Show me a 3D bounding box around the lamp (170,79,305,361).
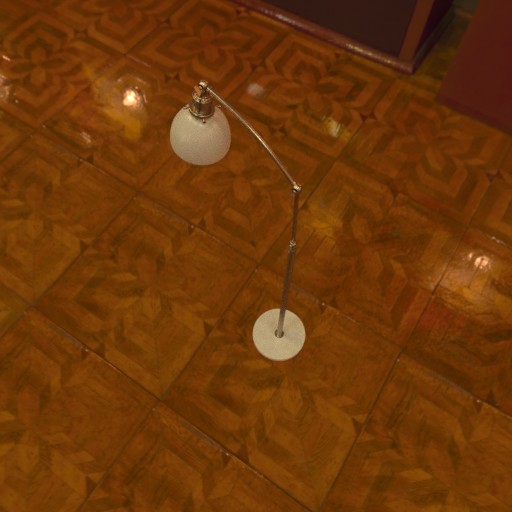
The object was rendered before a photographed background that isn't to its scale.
[{"bbox_3d":[0.000,0.000,1.791,0.599,1.586,0.288,33,68,15],"label":"lamp"}]
